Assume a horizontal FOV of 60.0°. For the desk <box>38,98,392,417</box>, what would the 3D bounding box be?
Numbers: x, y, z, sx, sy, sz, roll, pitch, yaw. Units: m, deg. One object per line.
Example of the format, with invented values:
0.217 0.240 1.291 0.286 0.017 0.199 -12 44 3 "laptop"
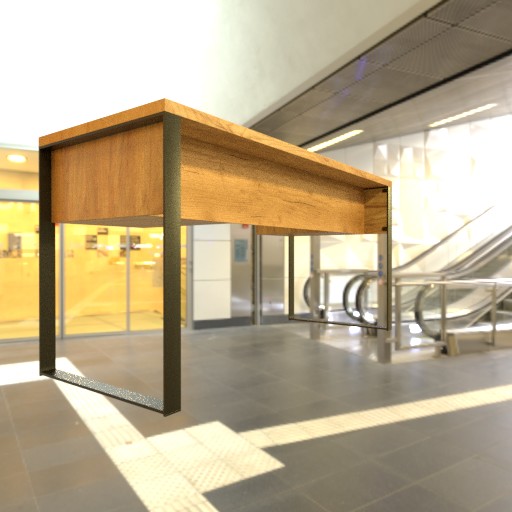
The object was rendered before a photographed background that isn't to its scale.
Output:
0.000 0.000 1.843 0.600 0.760 1.520 0 0 37 "desk"
